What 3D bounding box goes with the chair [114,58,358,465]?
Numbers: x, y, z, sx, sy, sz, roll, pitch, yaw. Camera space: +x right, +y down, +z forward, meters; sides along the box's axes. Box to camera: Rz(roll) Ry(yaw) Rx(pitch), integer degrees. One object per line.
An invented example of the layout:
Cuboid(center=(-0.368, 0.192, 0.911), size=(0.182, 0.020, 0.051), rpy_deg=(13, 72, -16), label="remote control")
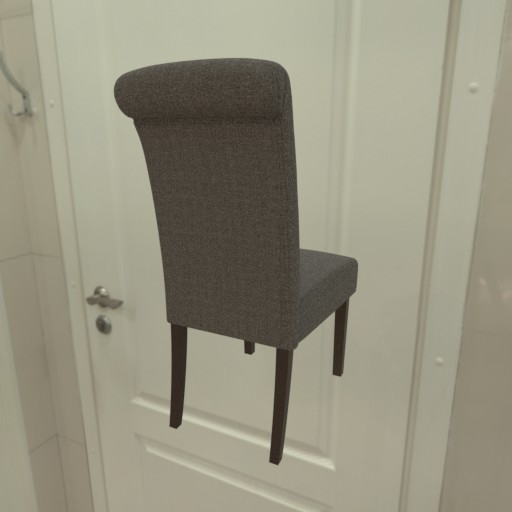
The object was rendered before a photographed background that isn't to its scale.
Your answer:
Cuboid(center=(0.000, 0.000, 1.323), size=(0.456, 1.006, 0.671), rpy_deg=(8, 17, 26), label="chair")
